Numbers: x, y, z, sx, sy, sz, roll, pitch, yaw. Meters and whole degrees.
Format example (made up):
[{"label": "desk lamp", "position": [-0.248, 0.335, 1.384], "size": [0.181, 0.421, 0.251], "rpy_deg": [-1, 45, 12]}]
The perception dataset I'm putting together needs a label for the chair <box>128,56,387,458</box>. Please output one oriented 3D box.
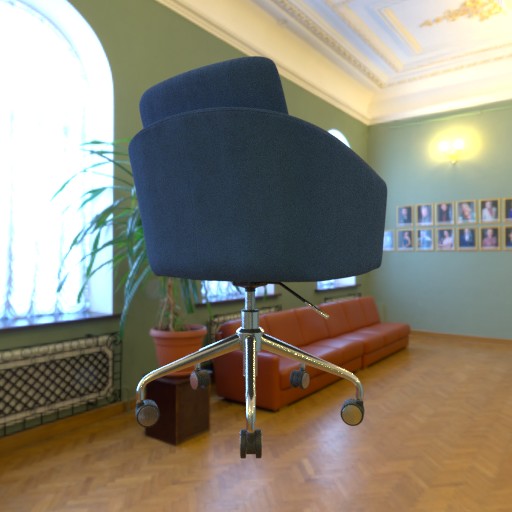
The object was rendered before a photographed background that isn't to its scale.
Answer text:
[{"label": "chair", "position": [0.000, 0.000, 1.314], "size": [0.641, 0.908, 0.635], "rpy_deg": [0, 0, 35]}]
